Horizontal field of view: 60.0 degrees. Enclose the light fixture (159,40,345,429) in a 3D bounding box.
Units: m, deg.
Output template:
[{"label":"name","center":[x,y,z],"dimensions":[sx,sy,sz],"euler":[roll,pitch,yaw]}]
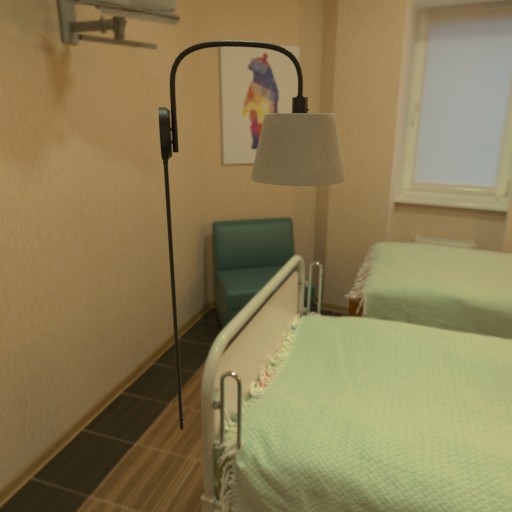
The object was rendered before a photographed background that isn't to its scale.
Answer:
[{"label":"light fixture","center":[0.000,0.000,0.453],"dimensions":[0.176,0.399,0.092],"euler":[-3,18,-10]}]
